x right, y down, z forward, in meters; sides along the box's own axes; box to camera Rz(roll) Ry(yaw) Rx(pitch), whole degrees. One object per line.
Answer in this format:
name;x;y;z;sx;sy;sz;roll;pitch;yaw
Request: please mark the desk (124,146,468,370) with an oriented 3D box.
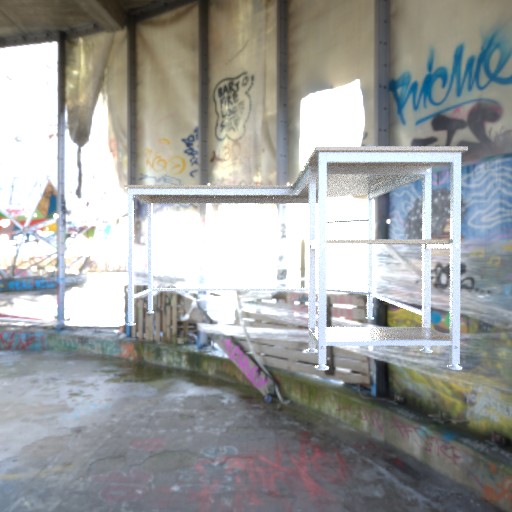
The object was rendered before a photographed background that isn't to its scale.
desk;0.000;0.000;2.145;1.379;0.739;1.379;0;1;0
